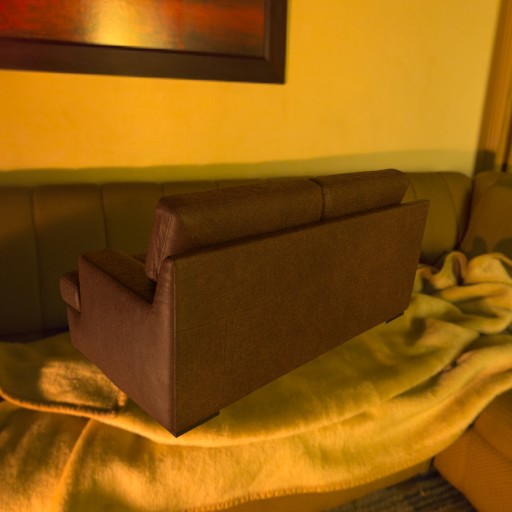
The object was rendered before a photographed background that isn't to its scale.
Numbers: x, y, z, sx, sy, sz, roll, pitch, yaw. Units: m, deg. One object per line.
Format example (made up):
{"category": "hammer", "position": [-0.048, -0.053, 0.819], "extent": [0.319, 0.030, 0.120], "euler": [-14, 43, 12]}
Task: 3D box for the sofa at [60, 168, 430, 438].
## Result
{"category": "sofa", "position": [0.000, 0.000, 2.518], "extent": [1.880, 0.939, 1.143], "euler": [-15, 22, -41]}
